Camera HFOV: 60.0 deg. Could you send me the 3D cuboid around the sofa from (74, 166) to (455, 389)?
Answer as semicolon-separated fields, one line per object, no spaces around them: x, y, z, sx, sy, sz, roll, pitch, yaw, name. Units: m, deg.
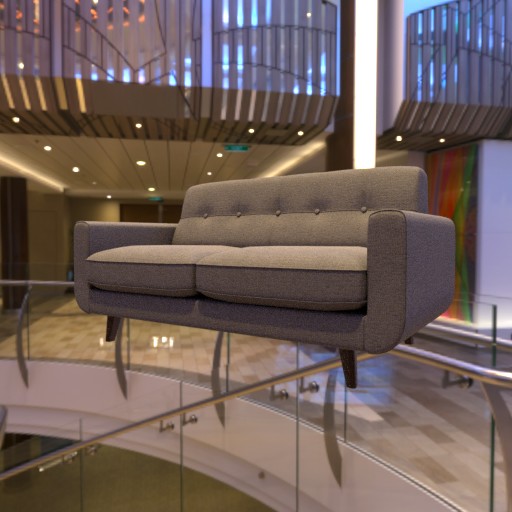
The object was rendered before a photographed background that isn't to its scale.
0.000;0.000;2.126;1.631;0.841;0.909;1;2;33;sofa
